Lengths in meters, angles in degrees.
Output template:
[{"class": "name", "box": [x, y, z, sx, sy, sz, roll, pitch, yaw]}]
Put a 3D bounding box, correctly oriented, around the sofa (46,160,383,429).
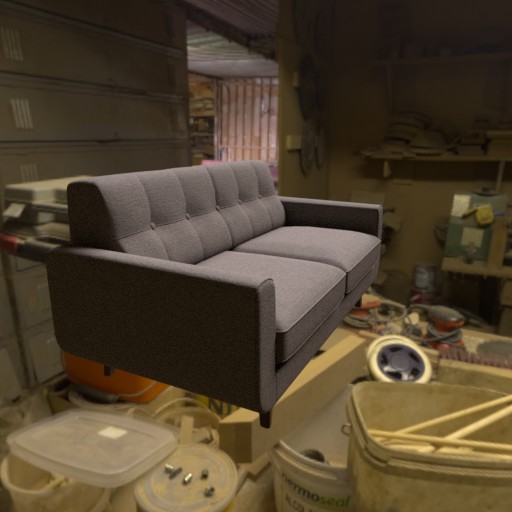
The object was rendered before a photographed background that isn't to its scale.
[{"class": "sofa", "box": [0.000, 0.000, 2.143, 0.909, 0.841, 1.631, 8, 17, 26]}]
